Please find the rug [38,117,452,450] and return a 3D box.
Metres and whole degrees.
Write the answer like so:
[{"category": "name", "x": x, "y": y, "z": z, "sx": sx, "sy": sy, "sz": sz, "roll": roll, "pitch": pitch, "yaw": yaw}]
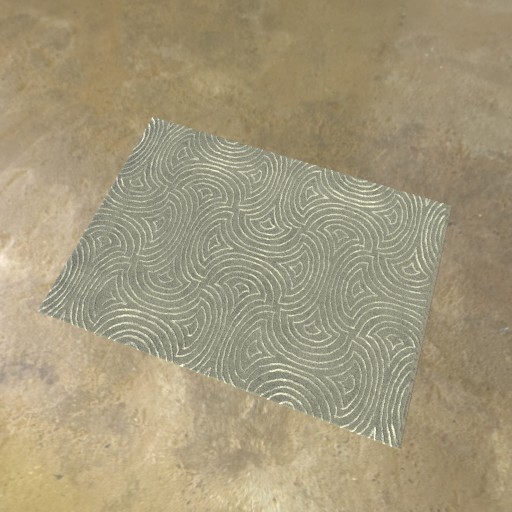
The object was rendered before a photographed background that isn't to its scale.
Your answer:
[{"category": "rug", "x": 0.000, "y": 0.000, "z": 2.728, "sx": 2.144, "sy": 0.015, "sz": 1.543, "roll": 18, "pitch": 67, "yaw": 8}]
